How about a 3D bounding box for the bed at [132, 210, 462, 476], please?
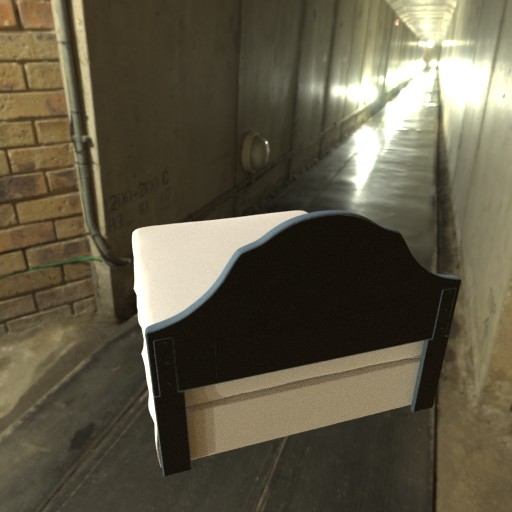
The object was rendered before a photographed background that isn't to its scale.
[{"bbox_3d":[0.000,0.000,3.707,2.039,1.617,2.477,-8,27,-15],"label":"bed"}]
